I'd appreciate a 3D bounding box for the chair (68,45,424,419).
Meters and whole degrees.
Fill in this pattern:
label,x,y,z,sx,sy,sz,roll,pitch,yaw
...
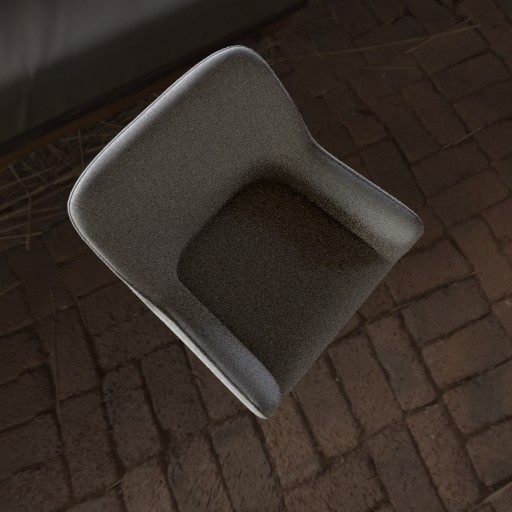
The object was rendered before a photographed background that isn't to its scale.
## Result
label,x,y,z,sx,sy,sz,roll,pitch,yaw
chair,0.000,0.000,1.230,0.610,0.813,0.610,40,78,10
